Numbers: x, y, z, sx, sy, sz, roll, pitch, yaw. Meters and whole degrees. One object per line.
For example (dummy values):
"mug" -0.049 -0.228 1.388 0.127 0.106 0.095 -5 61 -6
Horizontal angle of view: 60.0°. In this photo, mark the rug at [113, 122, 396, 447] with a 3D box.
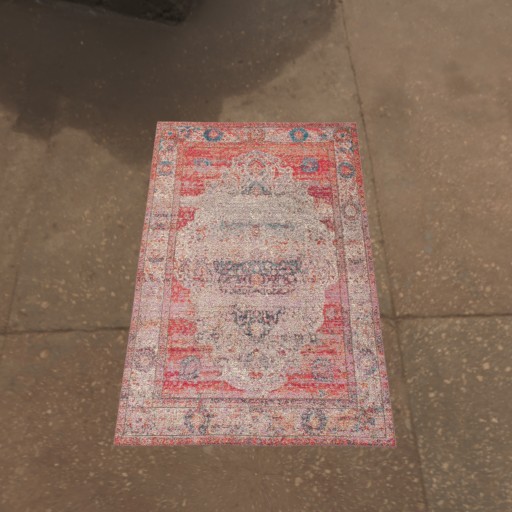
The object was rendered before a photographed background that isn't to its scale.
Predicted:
"rug" 0.000 0.000 2.309 1.219 0.006 1.829 0 64 0
